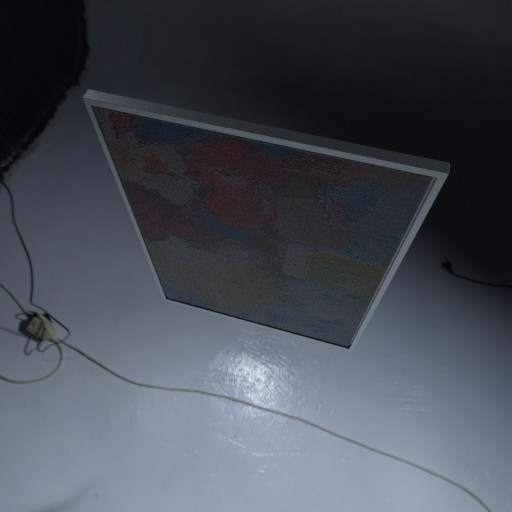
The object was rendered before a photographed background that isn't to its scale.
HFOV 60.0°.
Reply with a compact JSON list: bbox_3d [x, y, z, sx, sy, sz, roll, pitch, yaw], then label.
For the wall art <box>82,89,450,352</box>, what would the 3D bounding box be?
[{"bbox_3d":[0.000,0.000,1.402,0.816,1.046,0.030,14,59,9],"label":"wall art"}]
